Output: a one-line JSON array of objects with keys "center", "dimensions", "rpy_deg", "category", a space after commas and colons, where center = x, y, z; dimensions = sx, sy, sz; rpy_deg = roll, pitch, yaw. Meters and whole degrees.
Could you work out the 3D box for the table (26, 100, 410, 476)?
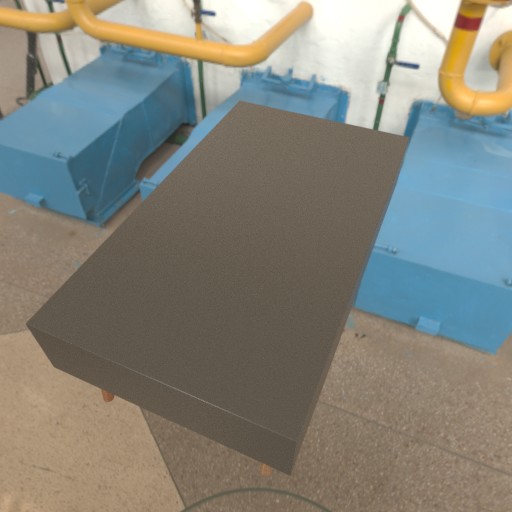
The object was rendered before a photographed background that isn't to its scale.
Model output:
[{"center": [0.000, 0.000, 1.489], "dimensions": [0.703, 0.404, 1.201], "rpy_deg": [18, 49, 16], "category": "table"}]
